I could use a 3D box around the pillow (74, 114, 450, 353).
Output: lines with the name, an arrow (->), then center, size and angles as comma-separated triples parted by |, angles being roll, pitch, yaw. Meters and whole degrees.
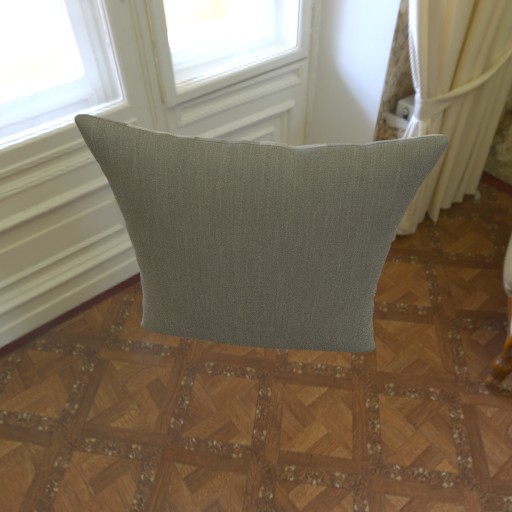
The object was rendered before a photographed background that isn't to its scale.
pillow -> 0.000, 0.000, 0.780 | 0.511, 0.509, 0.161 | 5, 46, 4
